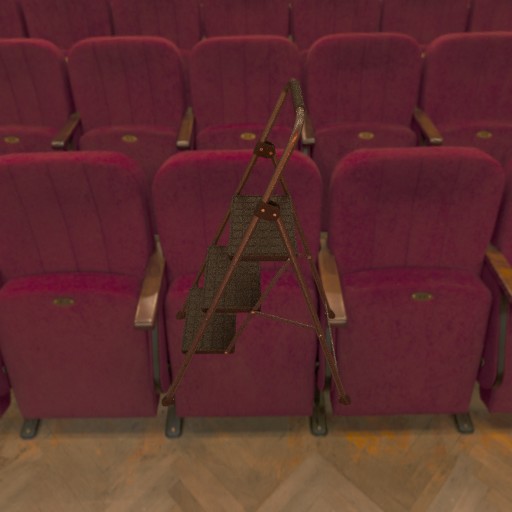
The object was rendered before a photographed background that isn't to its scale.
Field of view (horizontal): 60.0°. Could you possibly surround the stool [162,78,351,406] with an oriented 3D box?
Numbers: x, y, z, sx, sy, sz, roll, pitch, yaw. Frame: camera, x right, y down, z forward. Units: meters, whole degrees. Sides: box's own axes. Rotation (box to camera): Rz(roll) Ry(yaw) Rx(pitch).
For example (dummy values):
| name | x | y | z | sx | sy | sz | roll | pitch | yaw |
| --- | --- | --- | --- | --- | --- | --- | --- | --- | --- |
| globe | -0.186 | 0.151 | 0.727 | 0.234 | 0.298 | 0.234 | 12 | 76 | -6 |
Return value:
| name | x | y | z | sx | sy | sz | roll | pitch | yaw |
| --- | --- | --- | --- | --- | --- | --- | --- | --- | --- |
| stool | 0.000 | 0.000 | 1.506 | 0.733 | 1.121 | 0.473 | 0 | 42 | 0 |
